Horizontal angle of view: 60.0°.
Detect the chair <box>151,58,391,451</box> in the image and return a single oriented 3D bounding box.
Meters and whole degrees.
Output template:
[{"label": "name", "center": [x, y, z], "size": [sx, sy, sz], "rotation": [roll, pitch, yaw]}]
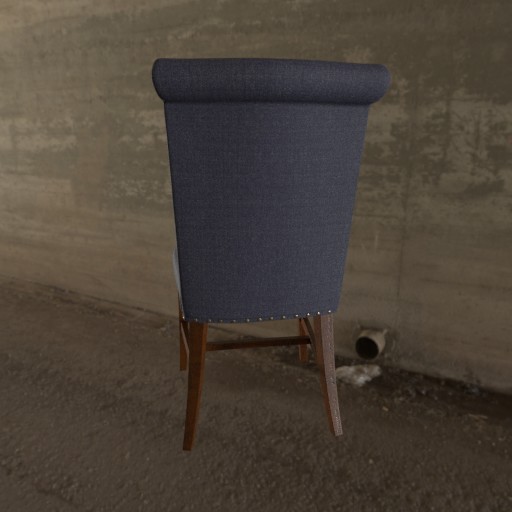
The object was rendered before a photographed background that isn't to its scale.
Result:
[{"label": "chair", "center": [0.000, 0.000, 1.304], "size": [0.513, 0.988, 0.608], "rotation": [-2, 15, -9]}]
